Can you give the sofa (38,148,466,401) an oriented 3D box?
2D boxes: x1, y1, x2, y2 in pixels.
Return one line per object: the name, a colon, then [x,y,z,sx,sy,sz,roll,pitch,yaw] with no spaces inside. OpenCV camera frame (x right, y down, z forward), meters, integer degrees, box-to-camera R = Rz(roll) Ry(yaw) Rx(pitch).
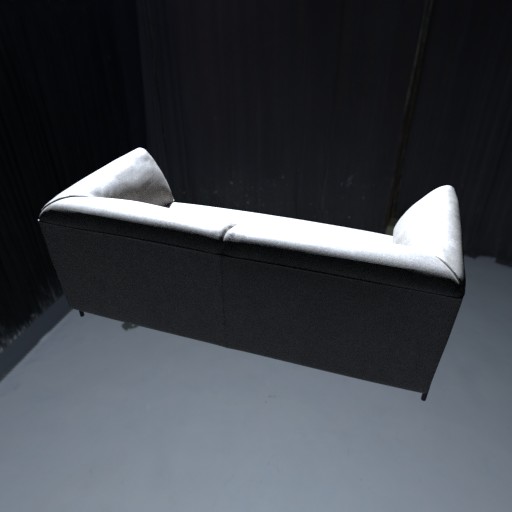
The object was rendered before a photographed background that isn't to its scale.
sofa: [0.000,0.000,2.314,1.878,0.747,0.905,10,34,15]
